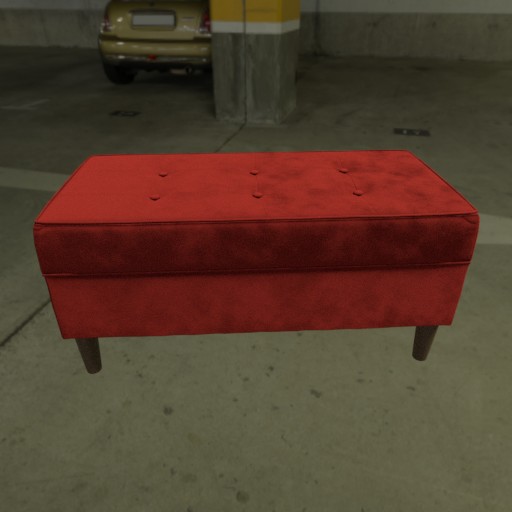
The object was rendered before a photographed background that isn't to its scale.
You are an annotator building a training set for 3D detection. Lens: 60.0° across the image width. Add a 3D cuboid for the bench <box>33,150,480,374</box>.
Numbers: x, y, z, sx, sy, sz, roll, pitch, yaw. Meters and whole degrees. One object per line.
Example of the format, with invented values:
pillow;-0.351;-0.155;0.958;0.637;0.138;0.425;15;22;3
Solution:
bench;0.000;0.000;1.285;1.016;0.471;0.492;-2;31;-3
